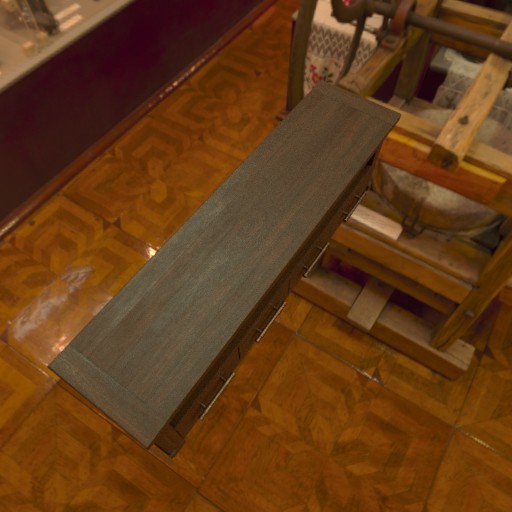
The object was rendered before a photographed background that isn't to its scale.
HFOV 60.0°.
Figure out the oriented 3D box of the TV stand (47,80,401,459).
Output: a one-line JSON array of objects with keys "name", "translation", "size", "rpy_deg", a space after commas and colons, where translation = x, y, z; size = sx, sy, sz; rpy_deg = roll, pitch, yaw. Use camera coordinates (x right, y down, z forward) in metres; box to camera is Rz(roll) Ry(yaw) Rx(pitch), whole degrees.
[{"name": "TV stand", "translation": [0.000, 0.000, 2.120], "size": [0.471, 0.615, 1.866], "rpy_deg": [31, 63, 17]}]
